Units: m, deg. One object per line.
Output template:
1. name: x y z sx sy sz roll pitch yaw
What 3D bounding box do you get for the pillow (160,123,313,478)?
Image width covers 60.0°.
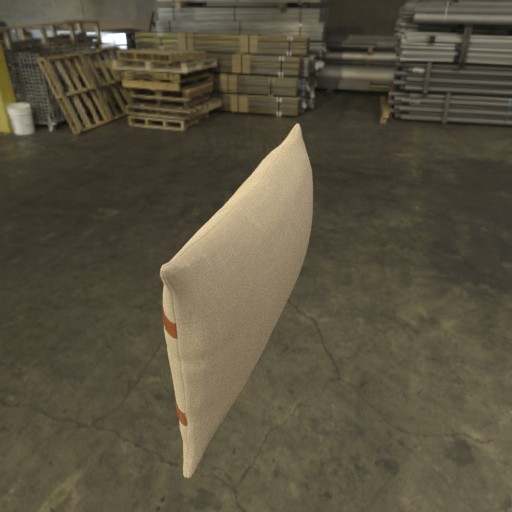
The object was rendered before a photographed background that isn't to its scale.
1. pillow: 0.000 0.000 0.731 0.148 0.308 0.612 9 31 14
